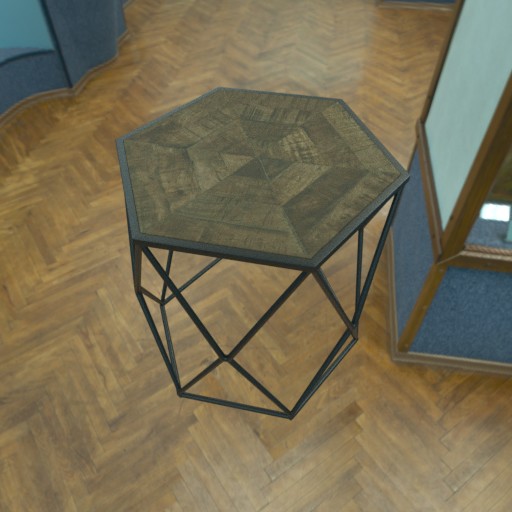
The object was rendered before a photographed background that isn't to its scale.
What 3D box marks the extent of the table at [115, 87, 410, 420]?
[{"bbox_3d":[0.000,0.000,1.057,0.578,0.564,0.579,9,47,8],"label":"table"}]
